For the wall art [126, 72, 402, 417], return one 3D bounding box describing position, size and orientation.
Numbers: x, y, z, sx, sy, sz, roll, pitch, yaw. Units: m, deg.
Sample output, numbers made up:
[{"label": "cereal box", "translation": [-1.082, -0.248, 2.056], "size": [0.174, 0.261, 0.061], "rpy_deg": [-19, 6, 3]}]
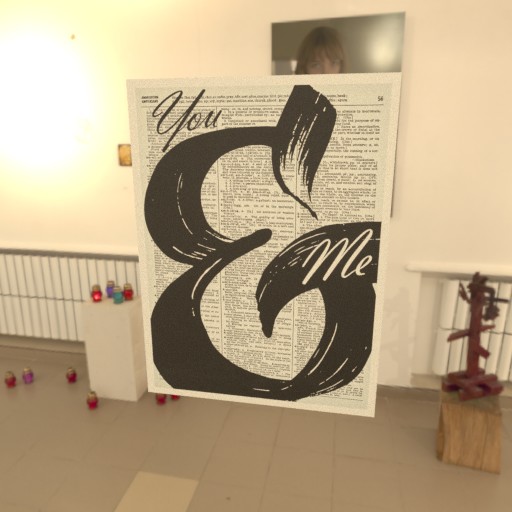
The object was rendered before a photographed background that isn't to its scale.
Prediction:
[{"label": "wall art", "translation": [0.000, 0.000, 0.804], "size": [0.457, 0.609, 0.003], "rpy_deg": [3, 15, 11]}]
